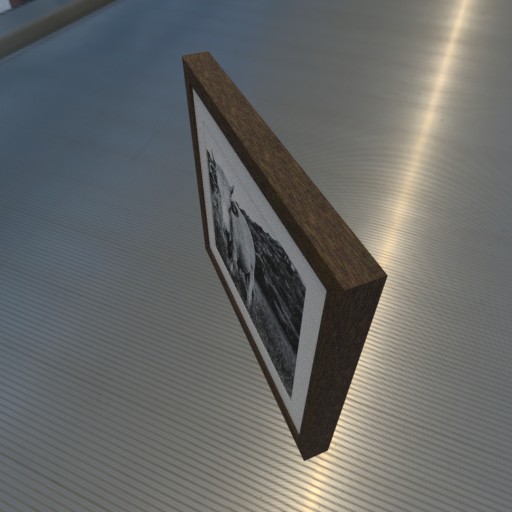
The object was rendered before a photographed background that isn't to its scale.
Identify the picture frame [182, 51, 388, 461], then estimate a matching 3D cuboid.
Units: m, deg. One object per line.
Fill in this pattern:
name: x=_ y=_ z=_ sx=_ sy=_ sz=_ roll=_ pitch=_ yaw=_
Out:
picture frame: x=0.000 y=0.000 z=0.529 sx=0.033 sy=0.330 sz=0.378 roll=-17 pitch=50 yaw=-15
